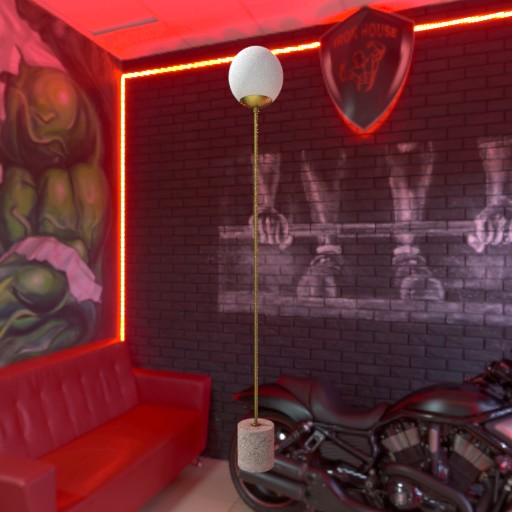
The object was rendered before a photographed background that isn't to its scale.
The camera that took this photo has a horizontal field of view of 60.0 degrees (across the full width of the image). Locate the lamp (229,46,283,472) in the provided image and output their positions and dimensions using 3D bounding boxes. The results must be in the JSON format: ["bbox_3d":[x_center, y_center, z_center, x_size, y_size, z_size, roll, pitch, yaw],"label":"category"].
[{"bbox_3d":[0.000,0.000,1.866,0.229,1.748,0.229,0,0,-38],"label":"lamp"}]
